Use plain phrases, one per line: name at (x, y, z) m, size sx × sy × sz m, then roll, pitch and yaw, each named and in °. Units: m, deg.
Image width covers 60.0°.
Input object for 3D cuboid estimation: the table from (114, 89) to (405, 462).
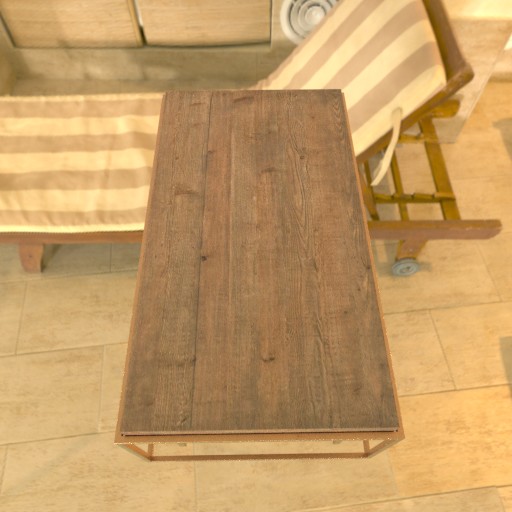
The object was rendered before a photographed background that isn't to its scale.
table at (0.000, 0.000, 1.705) m, size 0.775 × 0.468 × 1.387 m, roll -1°, pitch 59°, yaw 0°
